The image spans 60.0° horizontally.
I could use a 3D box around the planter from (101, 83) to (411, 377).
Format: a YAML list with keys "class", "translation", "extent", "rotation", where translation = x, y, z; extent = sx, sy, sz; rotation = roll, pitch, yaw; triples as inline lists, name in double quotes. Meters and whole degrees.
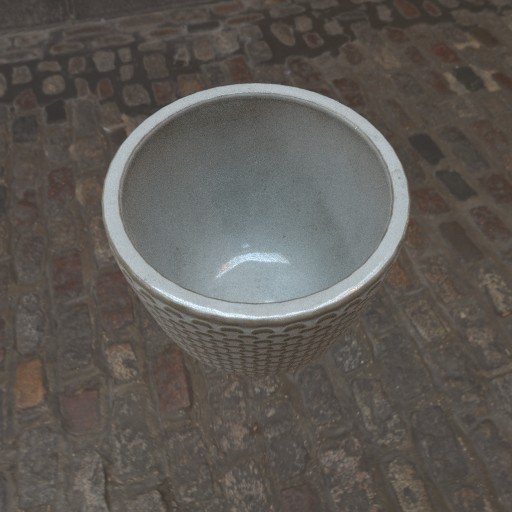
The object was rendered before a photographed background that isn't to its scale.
- class: "planter"
  translation: [0.000, 0.000, 0.314]
  extent: [0.173, 0.160, 0.173]
  rotation: [0, 58, 0]
